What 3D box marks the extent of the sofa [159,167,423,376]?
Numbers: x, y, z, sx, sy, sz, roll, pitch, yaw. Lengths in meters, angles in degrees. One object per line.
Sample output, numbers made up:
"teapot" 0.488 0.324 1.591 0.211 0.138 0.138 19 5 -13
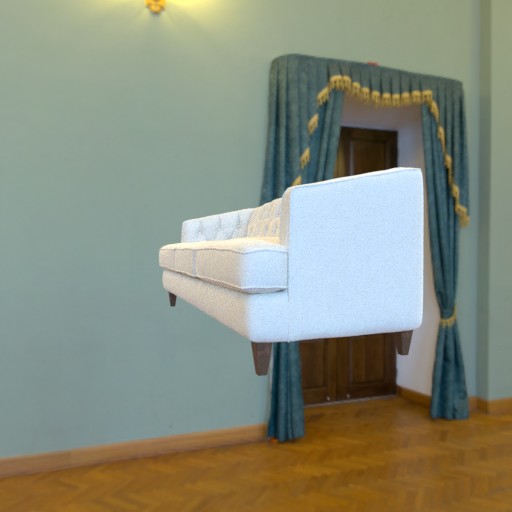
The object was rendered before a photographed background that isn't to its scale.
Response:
"sofa" 0.000 0.000 2.770 0.941 0.855 2.278 0 1 -20
